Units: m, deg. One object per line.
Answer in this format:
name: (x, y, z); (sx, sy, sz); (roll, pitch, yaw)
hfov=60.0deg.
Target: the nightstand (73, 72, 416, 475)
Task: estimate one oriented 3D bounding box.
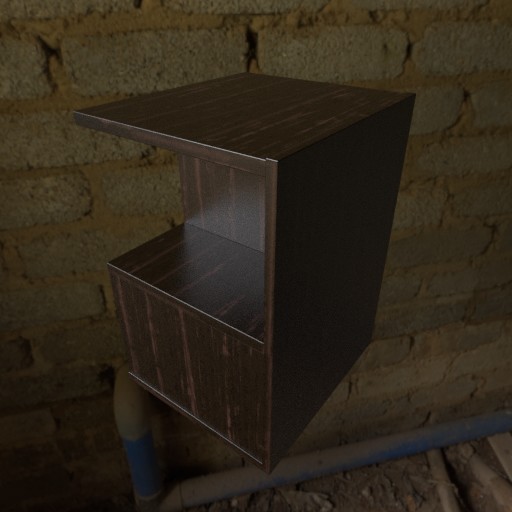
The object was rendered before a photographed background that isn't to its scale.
nightstand: (0.000, 0.000, 0.825); (0.356, 0.559, 0.400); (22, 38, 31)
